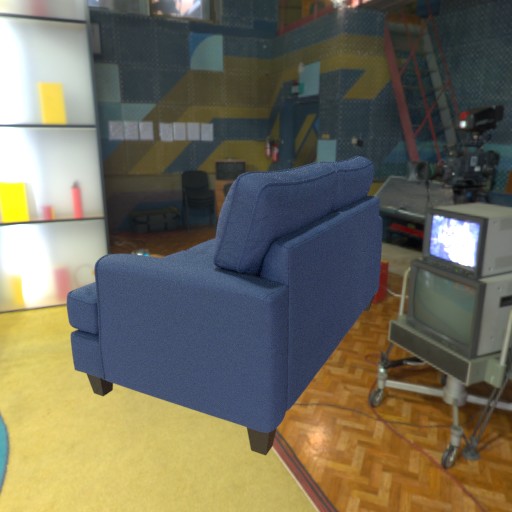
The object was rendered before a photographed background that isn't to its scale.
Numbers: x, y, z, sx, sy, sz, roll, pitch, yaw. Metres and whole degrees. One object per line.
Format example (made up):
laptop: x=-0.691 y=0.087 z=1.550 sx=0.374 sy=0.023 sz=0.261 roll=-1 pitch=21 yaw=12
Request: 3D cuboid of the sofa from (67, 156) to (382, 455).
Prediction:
sofa: x=0.000 y=0.000 z=2.268 sx=0.965 sy=0.965 sz=1.651 roll=8 pitch=17 yaw=26
